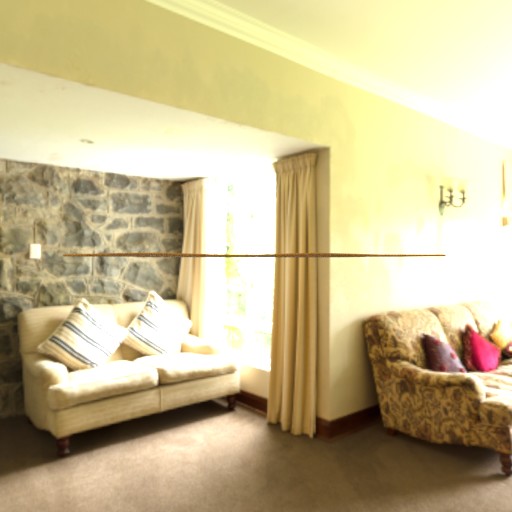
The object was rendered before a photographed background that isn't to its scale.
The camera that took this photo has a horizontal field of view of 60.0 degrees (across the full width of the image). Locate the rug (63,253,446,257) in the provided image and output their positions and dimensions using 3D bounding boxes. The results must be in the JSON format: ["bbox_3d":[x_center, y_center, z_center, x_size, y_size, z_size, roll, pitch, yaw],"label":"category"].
[{"bbox_3d":[0.000,0.000,2.982,1.524,0.015,2.439,0,0,0],"label":"rug"}]
